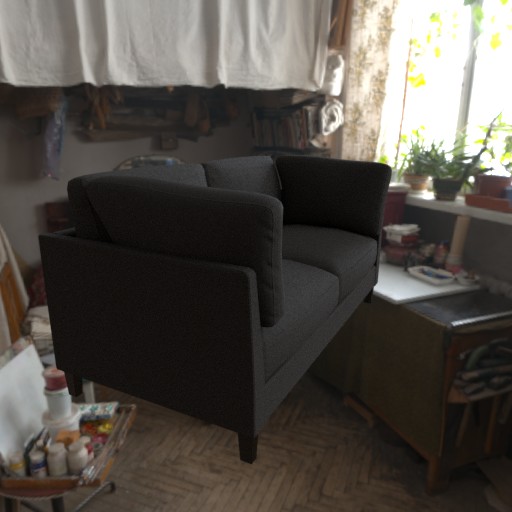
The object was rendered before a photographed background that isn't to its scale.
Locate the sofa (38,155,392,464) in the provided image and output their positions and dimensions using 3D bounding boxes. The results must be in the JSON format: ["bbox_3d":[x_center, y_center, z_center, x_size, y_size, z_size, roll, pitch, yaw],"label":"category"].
[{"bbox_3d":[0.000,0.000,2.235,0.969,0.920,1.751,8,18,27],"label":"sofa"}]
